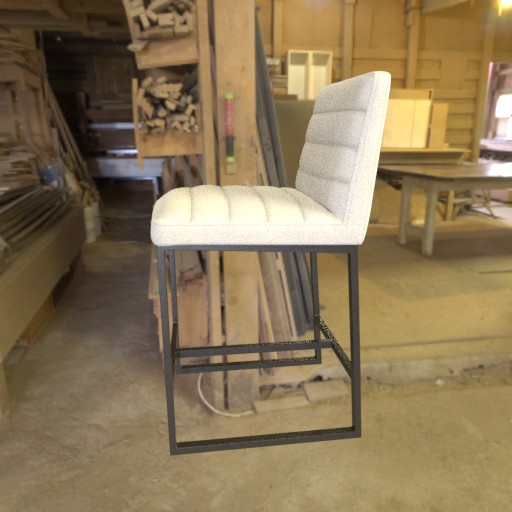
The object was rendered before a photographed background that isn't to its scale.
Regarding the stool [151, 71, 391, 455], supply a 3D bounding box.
[{"bbox_3d":[0.000,0.000,1.293,0.567,0.971,0.459,-2,16,-7],"label":"stool"}]
